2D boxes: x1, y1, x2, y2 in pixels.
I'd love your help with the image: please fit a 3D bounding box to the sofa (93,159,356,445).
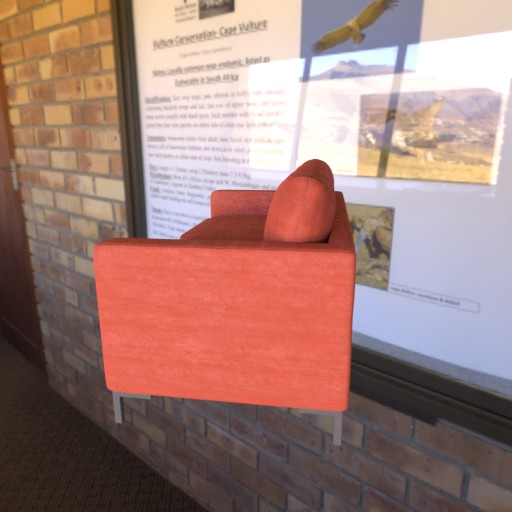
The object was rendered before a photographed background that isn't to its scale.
[{"bbox_3d":[0.000,0.000,2.149,0.864,0.896,1.574,2,16,9],"label":"sofa"}]
